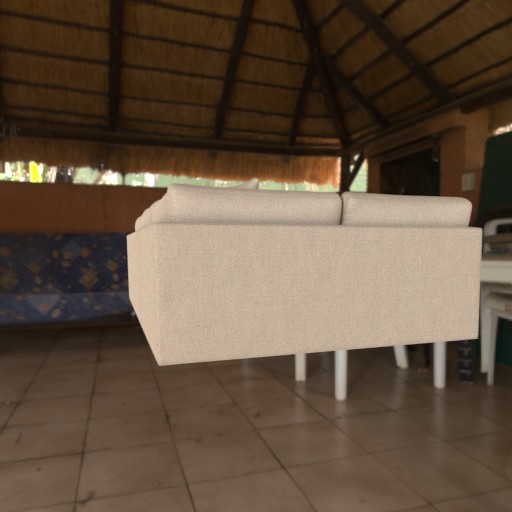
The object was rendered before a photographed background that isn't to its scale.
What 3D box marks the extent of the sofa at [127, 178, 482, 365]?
[{"bbox_3d":[0.000,0.000,3.770,1.994,0.978,2.896,0,2,-19],"label":"sofa"}]
